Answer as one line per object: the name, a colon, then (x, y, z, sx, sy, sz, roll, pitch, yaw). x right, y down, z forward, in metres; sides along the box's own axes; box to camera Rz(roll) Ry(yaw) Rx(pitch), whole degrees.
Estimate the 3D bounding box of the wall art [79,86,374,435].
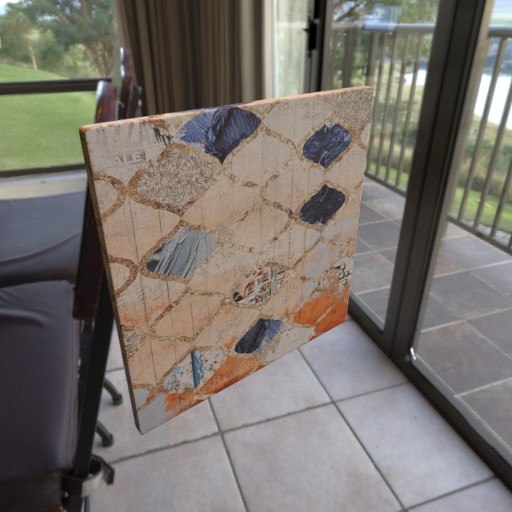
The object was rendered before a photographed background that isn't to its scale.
wall art: (0.000, 0.000, 1.372, 0.912, 0.914, 0.039, -21, 35, -33)
